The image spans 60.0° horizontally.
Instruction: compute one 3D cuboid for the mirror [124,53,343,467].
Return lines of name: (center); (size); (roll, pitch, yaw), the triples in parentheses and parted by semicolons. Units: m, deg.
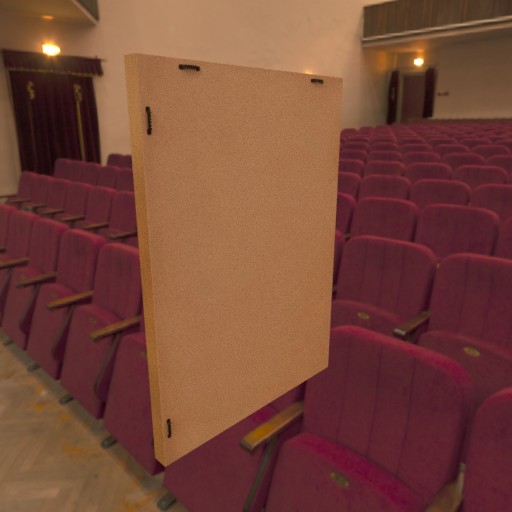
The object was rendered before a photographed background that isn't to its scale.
mirror: (0.000, 0.000, 0.907); (0.507, 0.710, 0.039); (-16, 23, -42)
